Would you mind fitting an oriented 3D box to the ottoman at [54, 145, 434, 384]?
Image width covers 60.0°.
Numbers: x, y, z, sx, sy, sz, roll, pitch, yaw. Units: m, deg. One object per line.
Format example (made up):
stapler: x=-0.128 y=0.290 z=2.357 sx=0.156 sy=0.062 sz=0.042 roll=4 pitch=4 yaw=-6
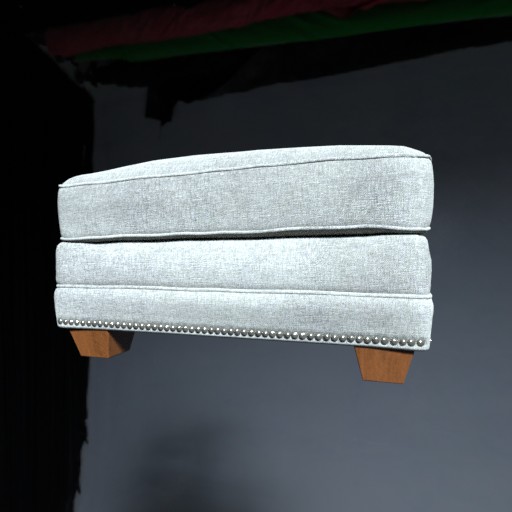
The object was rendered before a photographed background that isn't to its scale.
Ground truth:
ottoman: x=0.000 y=0.000 z=1.121 sx=0.813 sy=0.457 sz=0.561 roll=0 pitch=1 yaw=18
